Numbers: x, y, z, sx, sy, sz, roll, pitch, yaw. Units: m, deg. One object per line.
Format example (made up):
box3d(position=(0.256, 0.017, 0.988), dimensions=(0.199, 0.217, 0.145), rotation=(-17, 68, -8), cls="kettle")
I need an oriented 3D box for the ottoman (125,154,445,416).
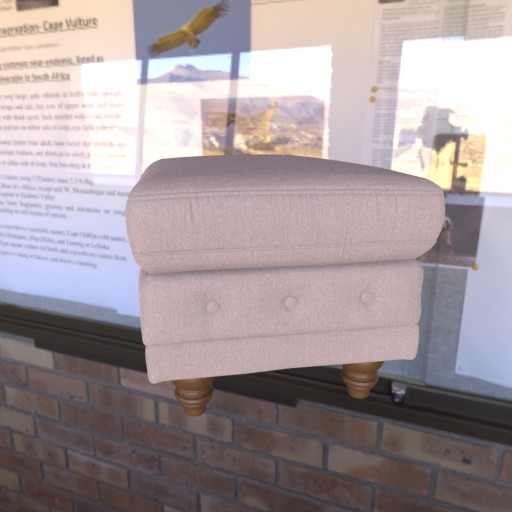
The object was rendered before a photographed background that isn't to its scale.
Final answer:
box3d(position=(0.000, 0.000, 1.144), dimensions=(0.569, 0.500, 0.771), rotation=(-3, 15, -10), cls="ottoman")
